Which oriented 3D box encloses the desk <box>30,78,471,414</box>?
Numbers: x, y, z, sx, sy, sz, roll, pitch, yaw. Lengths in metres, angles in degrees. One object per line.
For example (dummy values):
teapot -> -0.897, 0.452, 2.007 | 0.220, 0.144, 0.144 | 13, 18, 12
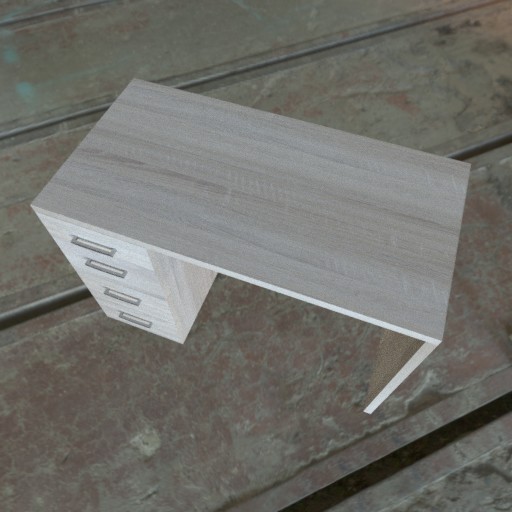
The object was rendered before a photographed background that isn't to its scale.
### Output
desk -> 0.000, 0.000, 1.543 | 1.100, 0.731, 0.600 | 18, 60, 11
